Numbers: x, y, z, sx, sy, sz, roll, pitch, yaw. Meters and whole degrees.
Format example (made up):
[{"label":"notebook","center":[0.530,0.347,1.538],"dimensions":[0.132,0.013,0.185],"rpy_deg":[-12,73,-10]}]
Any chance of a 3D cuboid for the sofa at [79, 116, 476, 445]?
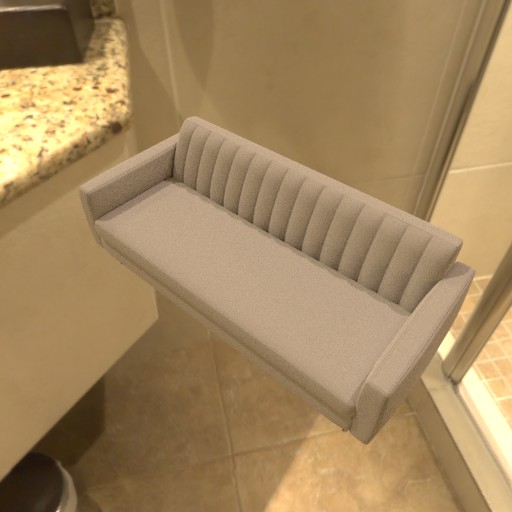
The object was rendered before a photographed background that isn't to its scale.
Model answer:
[{"label":"sofa","center":[0.000,0.000,2.742],"dimensions":[2.291,0.821,0.990],"rpy_deg":[31,53,27]}]
